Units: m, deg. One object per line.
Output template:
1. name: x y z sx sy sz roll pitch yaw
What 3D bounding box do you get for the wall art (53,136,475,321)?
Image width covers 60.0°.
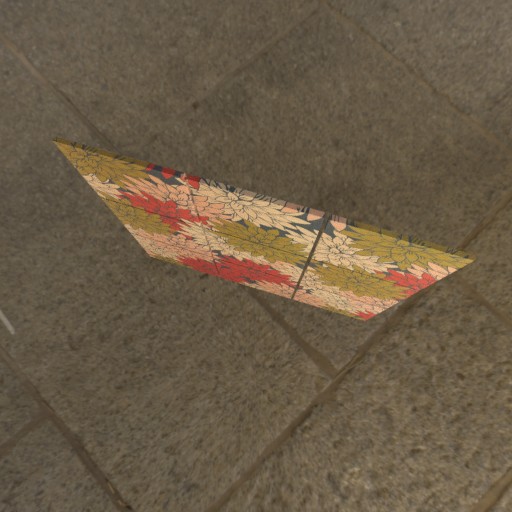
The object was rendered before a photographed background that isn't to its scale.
1. wall art: 0.000 0.000 1.351 0.904 0.913 0.013 16 75 5
